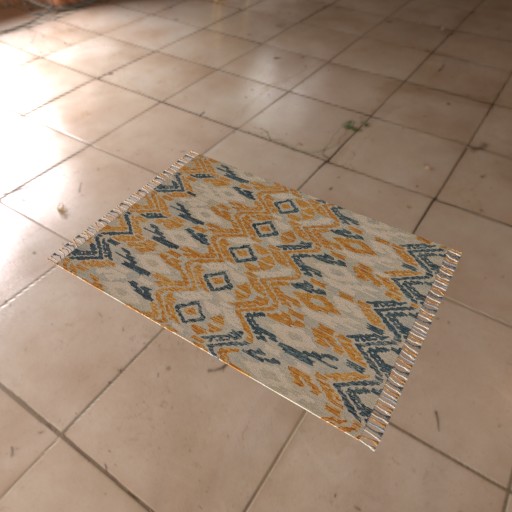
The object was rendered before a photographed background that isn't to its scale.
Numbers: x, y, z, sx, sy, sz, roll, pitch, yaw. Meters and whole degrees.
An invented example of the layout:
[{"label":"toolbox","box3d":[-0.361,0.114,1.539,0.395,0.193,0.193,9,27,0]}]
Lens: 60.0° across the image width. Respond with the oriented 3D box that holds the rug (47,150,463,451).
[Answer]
[{"label":"rug","box3d":[0.000,0.000,2.332,1.827,0.008,1.230,25,51,22]}]
